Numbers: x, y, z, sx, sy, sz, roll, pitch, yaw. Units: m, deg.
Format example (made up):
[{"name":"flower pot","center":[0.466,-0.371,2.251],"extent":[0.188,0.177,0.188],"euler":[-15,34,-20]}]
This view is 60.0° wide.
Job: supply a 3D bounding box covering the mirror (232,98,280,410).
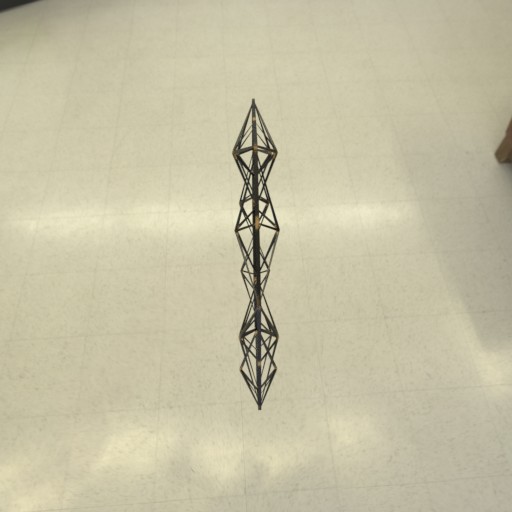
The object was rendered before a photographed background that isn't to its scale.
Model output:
[{"name":"mirror","center":[0.000,0.000,1.054],"extent":[0.094,0.710,0.710],"euler":[-1,58,-1]}]
